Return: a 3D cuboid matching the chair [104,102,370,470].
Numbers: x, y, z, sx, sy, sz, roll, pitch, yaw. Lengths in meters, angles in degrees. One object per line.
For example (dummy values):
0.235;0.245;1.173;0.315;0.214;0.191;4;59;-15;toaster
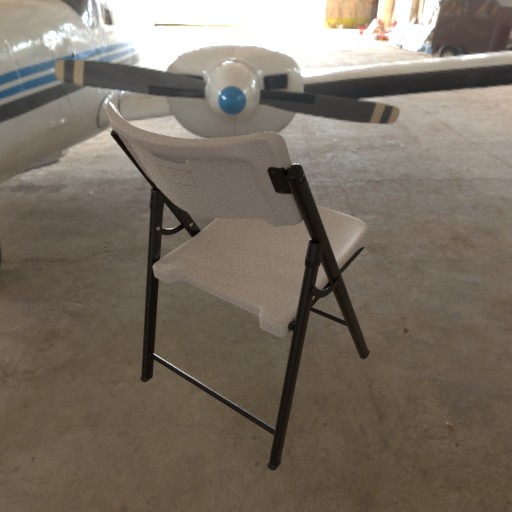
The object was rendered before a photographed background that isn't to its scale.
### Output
0.000;0.000;1.118;0.482;0.765;0.577;21;35;32;chair
